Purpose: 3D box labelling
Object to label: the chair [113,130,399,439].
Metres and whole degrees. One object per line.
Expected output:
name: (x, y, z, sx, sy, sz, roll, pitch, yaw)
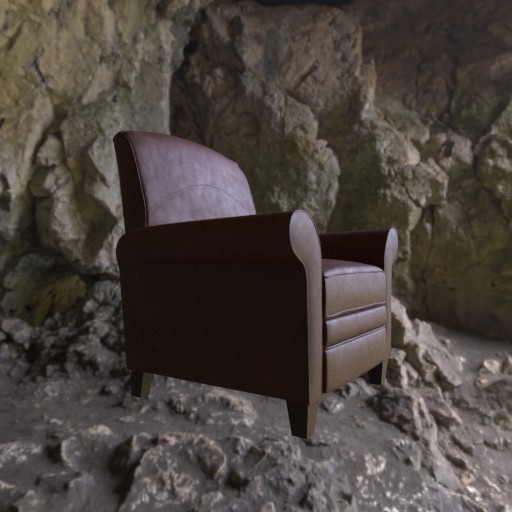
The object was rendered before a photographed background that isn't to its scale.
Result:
chair: (0.000, 0.000, 1.795, 0.902, 1.061, 0.978, 0, -1, 34)
